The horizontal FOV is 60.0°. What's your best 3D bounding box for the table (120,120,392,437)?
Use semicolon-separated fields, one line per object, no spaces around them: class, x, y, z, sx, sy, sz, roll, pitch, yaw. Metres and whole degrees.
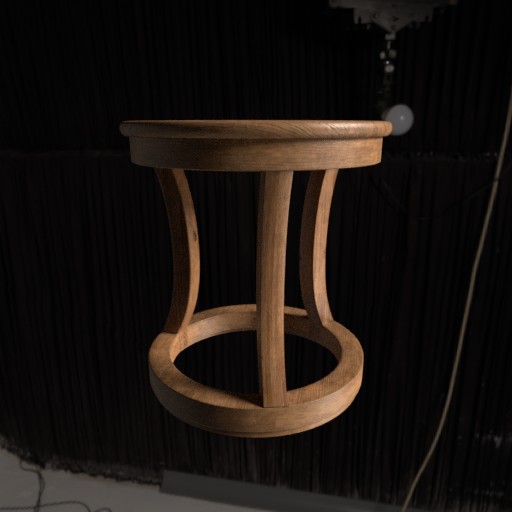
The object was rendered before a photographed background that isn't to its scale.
table;0.000;0.000;0.793;0.432;0.460;0.432;0;16;0
